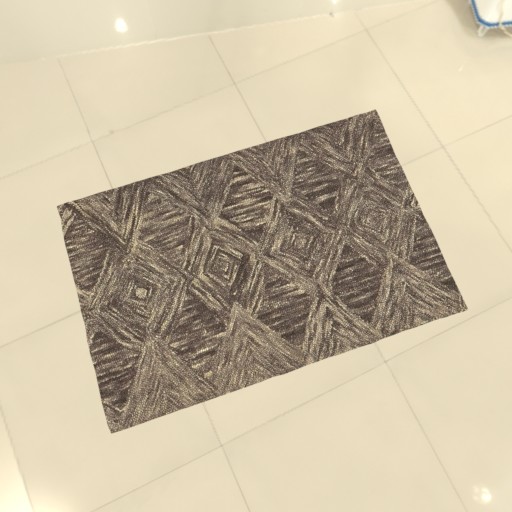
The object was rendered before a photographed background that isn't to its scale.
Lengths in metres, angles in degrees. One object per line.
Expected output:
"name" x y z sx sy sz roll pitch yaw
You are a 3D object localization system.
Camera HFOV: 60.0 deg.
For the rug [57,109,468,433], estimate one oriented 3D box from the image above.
"rug" 0.000 0.000 2.253 1.814 0.012 1.186 -18 75 -5
